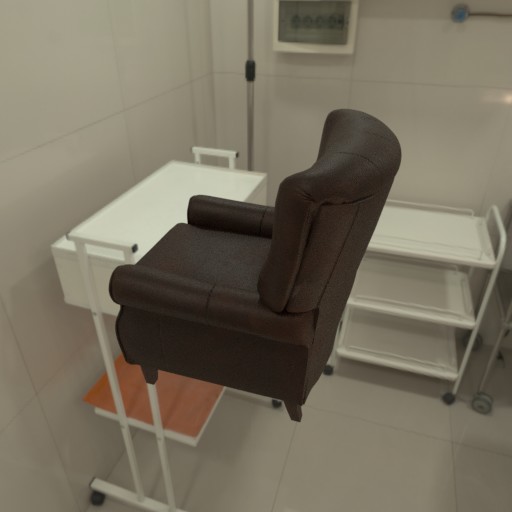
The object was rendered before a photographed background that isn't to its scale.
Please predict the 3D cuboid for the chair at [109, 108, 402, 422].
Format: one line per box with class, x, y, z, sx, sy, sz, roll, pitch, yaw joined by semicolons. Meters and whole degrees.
chair;0.000;0.000;1.931;1.058;1.158;0.948;9;33;15
